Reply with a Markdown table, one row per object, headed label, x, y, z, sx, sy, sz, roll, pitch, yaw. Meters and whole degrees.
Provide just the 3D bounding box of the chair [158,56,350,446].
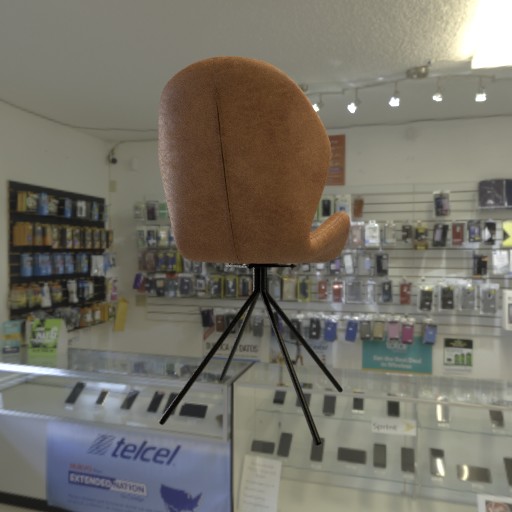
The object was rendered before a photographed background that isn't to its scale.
| label | x | y | z | sx | sy | sz | roll | pitch | yaw |
| --- | --- | --- | --- | --- | --- | --- | --- | --- | --- |
| chair | 0.000 | 0.000 | 1.314 | 0.527 | 0.929 | 0.640 | 0 | 1 | 18 |
